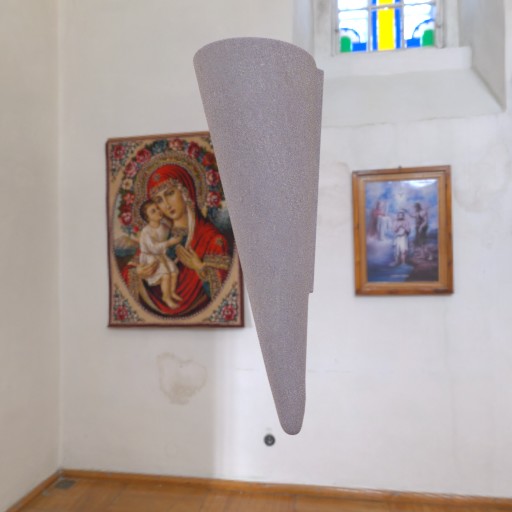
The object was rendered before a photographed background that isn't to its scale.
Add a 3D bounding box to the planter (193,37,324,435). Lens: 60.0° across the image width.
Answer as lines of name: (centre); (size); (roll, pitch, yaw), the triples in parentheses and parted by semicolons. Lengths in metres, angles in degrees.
planter: (0.000, 0.000, 0.302); (0.087, 0.259, 0.078); (0, 0, -36)
